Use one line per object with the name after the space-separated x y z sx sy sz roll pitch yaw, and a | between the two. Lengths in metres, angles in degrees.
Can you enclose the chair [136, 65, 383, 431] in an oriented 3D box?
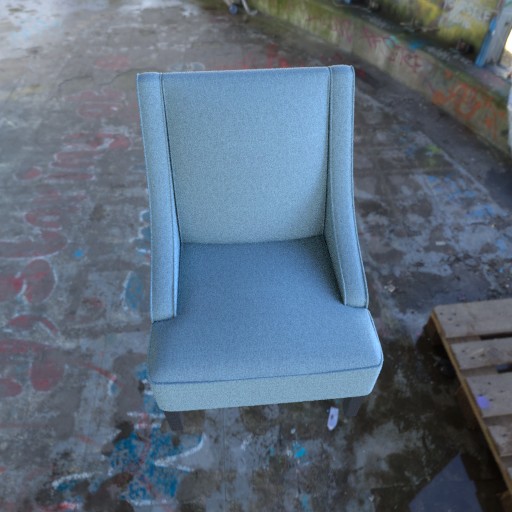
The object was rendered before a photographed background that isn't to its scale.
0.000 0.000 1.833 0.857 1.133 1.025 -4 48 -3 | chair
